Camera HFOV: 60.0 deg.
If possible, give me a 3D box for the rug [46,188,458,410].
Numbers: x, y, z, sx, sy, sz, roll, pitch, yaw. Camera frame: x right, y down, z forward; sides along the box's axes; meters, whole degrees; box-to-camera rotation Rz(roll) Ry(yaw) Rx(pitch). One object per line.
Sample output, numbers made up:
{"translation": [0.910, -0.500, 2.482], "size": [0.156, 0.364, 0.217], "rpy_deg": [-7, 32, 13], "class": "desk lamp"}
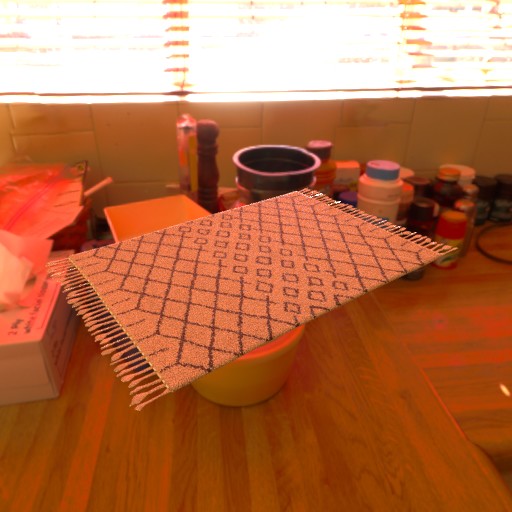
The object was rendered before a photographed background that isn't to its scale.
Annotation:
{"translation": [0.000, 0.000, 3.260], "size": [2.615, 0.029, 1.664], "rpy_deg": [-20, 35, -32], "class": "rug"}
